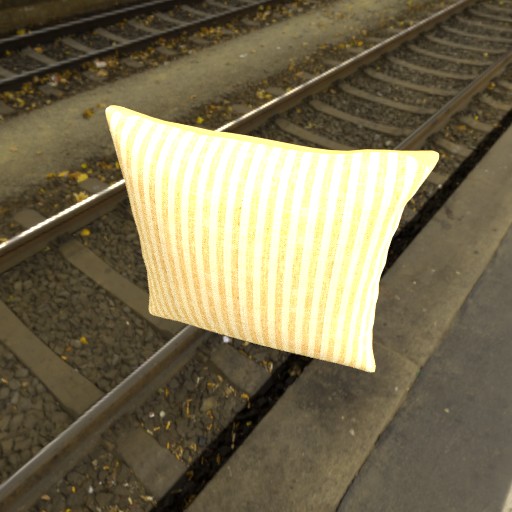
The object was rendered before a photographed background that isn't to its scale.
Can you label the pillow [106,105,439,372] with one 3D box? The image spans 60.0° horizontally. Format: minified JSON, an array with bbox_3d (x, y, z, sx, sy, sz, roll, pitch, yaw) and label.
[{"bbox_3d":[0.000,0.000,0.658,0.419,0.407,0.173,12,43,13],"label":"pillow"}]
